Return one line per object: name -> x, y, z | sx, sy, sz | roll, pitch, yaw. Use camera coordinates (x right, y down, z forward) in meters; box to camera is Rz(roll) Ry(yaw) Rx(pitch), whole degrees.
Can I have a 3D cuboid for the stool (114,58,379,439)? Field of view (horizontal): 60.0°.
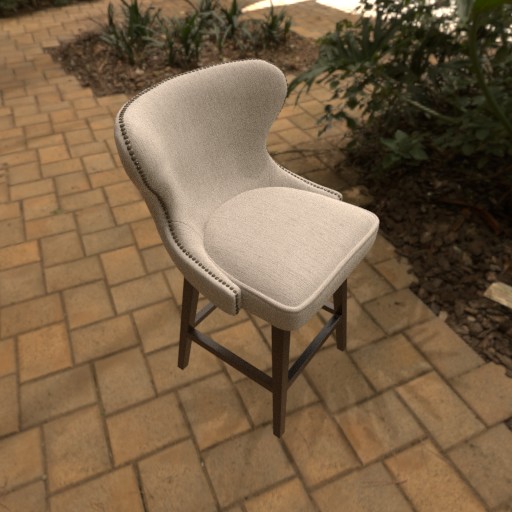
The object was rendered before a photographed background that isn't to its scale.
stool -> 0.000, 0.000, 1.363 | 0.597, 0.972, 0.615 | 26, 47, 27
